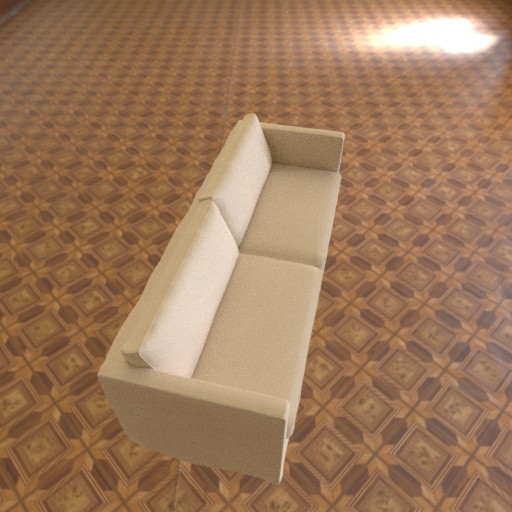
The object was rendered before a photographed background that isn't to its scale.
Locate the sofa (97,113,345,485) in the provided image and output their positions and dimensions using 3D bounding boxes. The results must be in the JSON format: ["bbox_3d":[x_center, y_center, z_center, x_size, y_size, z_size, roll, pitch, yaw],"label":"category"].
[{"bbox_3d":[0.000,0.000,3.351,1.036,0.999,2.779,10,46,10],"label":"sofa"}]
